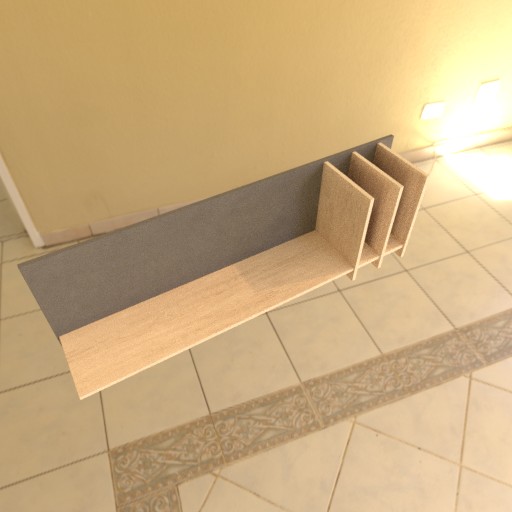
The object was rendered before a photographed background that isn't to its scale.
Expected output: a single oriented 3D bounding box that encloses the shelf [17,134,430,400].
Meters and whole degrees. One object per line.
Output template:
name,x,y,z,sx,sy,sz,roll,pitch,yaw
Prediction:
shelf,0.000,0.000,1.137,1.020,0.300,0.200,-23,49,-21
